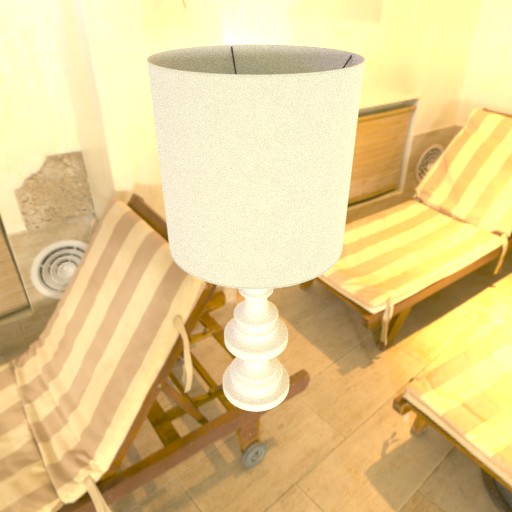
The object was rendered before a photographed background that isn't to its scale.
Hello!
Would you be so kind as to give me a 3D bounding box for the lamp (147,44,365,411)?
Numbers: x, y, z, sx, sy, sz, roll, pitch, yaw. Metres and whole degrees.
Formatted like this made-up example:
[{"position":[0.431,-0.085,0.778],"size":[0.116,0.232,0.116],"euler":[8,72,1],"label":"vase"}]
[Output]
[{"position":[0.000,0.000,0.550],"size":[0.208,0.455,0.208],"euler":[-20,37,-30],"label":"lamp"}]
